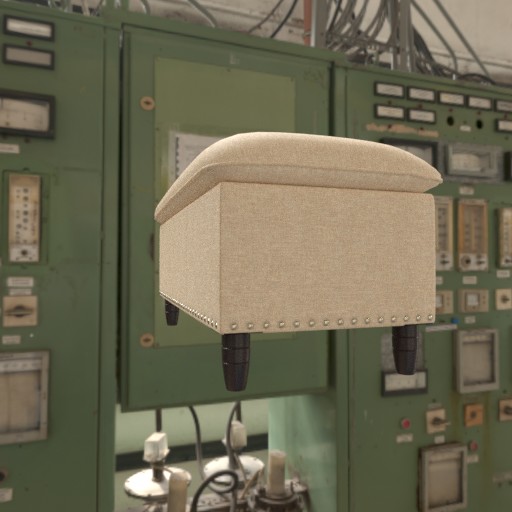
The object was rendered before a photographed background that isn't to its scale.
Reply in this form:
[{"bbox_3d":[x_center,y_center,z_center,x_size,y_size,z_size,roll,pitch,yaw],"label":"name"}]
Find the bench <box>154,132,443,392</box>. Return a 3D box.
[{"bbox_3d":[0.000,0.000,1.240,0.483,0.483,0.991,0,-1,-18],"label":"bench"}]
